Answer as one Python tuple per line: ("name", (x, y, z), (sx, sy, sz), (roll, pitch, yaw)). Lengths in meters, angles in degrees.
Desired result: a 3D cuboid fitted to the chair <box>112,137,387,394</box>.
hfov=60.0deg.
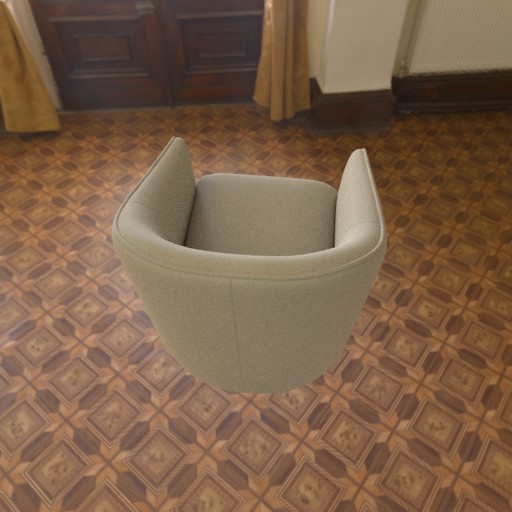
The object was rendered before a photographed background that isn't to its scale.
("chair", (0.000, 0.000, 1.465), (0.747, 0.799, 0.875), (5, 47, 4))
